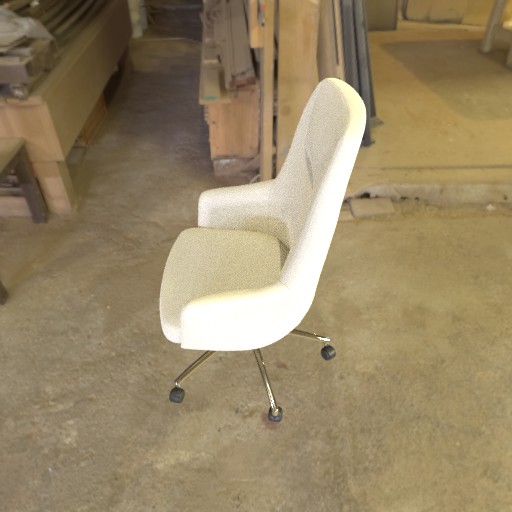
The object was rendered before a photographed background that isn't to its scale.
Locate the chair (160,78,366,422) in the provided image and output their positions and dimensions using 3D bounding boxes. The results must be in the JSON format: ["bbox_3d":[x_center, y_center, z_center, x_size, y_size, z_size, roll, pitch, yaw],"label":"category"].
[{"bbox_3d":[0.000,0.000,1.467,0.640,1.049,0.620,0,40,0],"label":"chair"}]
